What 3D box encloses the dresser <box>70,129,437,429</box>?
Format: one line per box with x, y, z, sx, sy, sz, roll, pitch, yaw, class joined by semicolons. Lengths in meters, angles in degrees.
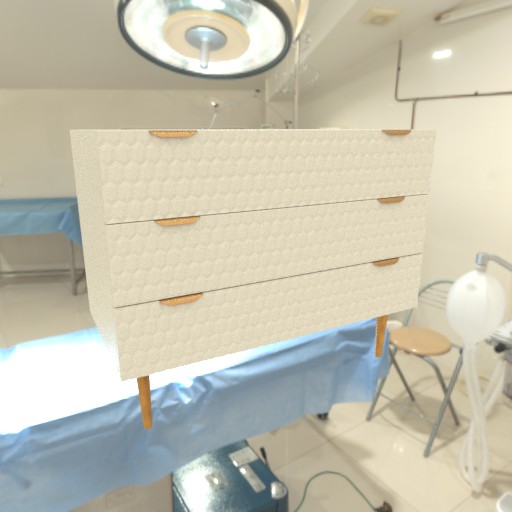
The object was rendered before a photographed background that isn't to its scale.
0.000;0.000;1.316;0.905;0.721;0.457;-8;18;-27;dresser
